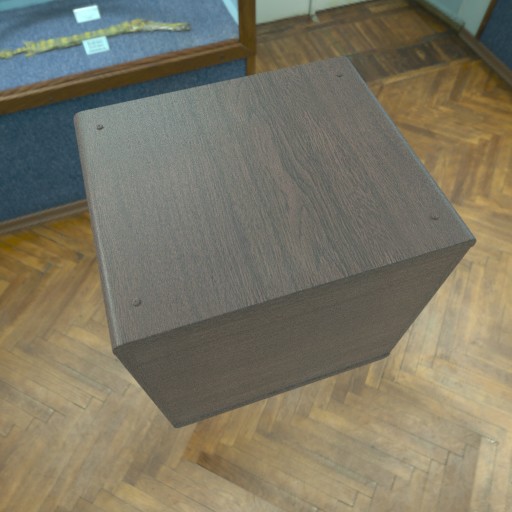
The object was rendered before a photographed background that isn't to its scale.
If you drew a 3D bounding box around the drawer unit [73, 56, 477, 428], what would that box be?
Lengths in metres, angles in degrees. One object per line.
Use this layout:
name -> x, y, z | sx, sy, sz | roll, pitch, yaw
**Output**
drawer unit -> 0.000, 0.000, 0.600 | 0.344, 0.344, 0.290 | -16, 60, -9
